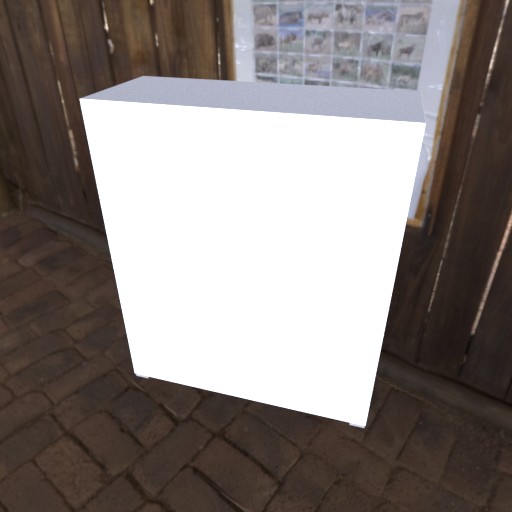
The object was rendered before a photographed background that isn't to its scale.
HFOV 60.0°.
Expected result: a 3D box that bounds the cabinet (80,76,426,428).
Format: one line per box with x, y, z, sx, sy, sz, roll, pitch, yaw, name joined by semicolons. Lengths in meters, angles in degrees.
0.000;0.000;1.705;1.000;1.190;0.400;9;33;13;cabinet
